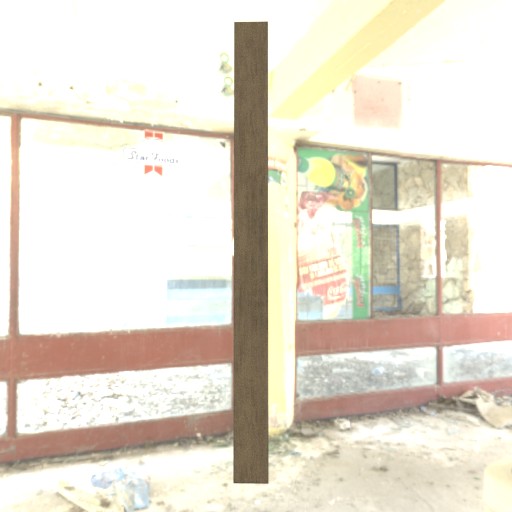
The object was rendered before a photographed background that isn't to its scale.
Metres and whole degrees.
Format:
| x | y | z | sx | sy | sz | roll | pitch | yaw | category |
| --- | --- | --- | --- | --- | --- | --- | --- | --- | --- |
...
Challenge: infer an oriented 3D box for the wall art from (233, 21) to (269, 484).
| x | y | z | sx | sy | sz | roll | pitch | yaw | category |
| --- | --- | --- | --- | --- | --- | --- | --- | --- | --- |
| 0.000 | 0.000 | 0.741 | 0.038 | 0.508 | 0.508 | 0 | -2 | 1 | wall art |
